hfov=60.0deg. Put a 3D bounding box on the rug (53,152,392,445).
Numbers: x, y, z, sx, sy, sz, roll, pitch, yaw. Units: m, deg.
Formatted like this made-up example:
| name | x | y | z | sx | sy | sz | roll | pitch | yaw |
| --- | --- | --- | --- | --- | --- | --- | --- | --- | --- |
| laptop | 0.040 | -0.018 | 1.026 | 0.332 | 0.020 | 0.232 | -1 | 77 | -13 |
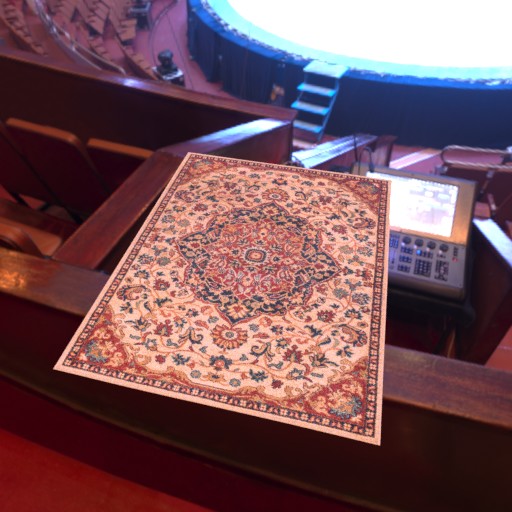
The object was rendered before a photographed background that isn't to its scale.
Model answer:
| name | x | y | z | sx | sy | sz | roll | pitch | yaw |
| --- | --- | --- | --- | --- | --- | --- | --- | --- | --- |
| rug | 0.000 | 0.000 | 4.218 | 2.454 | 0.005 | 3.067 | 10 | 47 | 9 |
